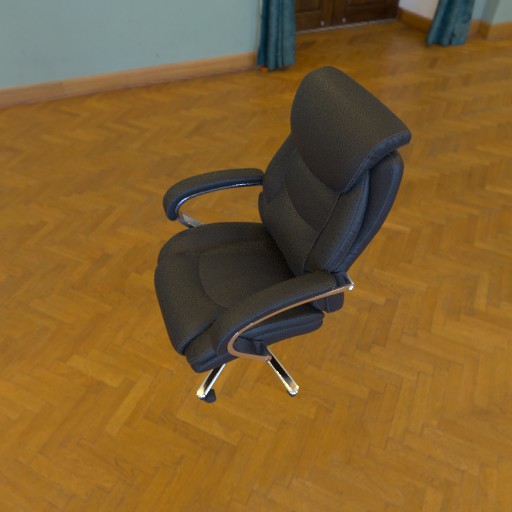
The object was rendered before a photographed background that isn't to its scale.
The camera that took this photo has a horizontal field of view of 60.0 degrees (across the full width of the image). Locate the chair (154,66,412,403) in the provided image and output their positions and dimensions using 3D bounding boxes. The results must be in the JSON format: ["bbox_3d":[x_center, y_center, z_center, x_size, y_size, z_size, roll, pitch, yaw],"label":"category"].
[{"bbox_3d":[0.000,0.000,1.701,0.790,1.183,0.755,-15,48,-14],"label":"chair"}]
